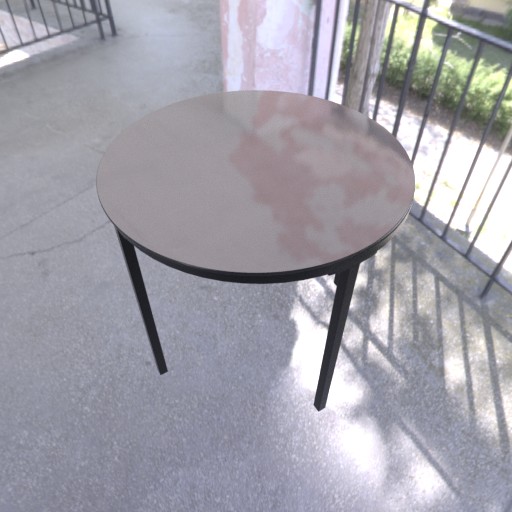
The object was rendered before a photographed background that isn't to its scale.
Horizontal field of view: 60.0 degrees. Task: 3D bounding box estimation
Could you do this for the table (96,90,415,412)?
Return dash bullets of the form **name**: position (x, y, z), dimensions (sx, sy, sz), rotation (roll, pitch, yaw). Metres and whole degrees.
- **table**: position (0.000, 0.000, 0.871), dimensions (0.499, 0.443, 0.499), rotation (0, 45, 0)
